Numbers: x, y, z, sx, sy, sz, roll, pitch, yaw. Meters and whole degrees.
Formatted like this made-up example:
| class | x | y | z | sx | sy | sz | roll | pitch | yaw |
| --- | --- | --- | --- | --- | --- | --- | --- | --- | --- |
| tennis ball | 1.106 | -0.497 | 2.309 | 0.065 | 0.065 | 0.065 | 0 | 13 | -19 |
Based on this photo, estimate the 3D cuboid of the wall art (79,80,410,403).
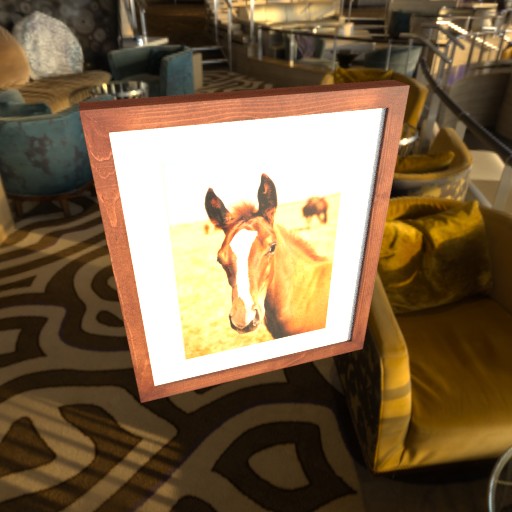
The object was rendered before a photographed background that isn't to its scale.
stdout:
| class | x | y | z | sx | sy | sz | roll | pitch | yaw |
| --- | --- | --- | --- | --- | --- | --- | --- | --- | --- |
| wall art | 0.000 | 0.000 | 0.540 | 0.330 | 0.381 | 0.030 | -10 | 34 | -15 |
